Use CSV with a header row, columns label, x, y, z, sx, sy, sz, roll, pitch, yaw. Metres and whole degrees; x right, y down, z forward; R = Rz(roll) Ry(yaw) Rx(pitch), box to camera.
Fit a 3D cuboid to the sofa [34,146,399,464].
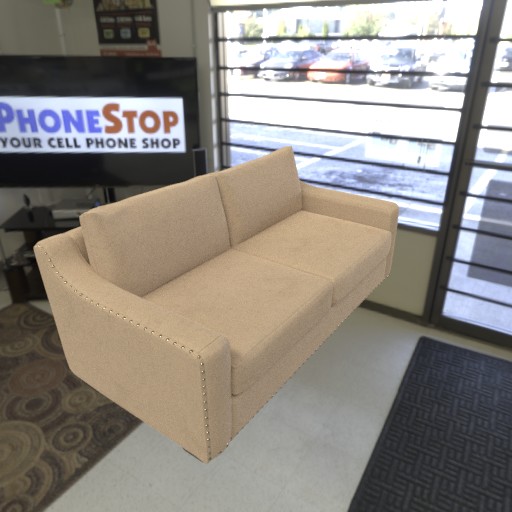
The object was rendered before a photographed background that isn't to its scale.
label,x,y,z,sx,sy,sz,roll,pitch,yaw
sofa,0.000,0.000,2.534,1.030,0.901,1.967,17,31,32
